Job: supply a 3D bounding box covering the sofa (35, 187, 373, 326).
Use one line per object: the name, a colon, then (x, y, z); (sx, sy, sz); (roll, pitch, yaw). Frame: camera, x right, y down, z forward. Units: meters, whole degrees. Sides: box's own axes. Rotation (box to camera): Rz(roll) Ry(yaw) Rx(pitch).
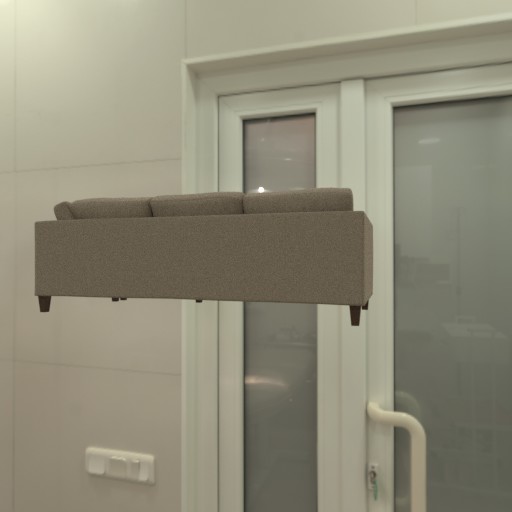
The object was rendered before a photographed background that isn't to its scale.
sofa: (0.000, 0.000, 4.586); (2.424, 0.865, 3.438); (0, 0, 17)
